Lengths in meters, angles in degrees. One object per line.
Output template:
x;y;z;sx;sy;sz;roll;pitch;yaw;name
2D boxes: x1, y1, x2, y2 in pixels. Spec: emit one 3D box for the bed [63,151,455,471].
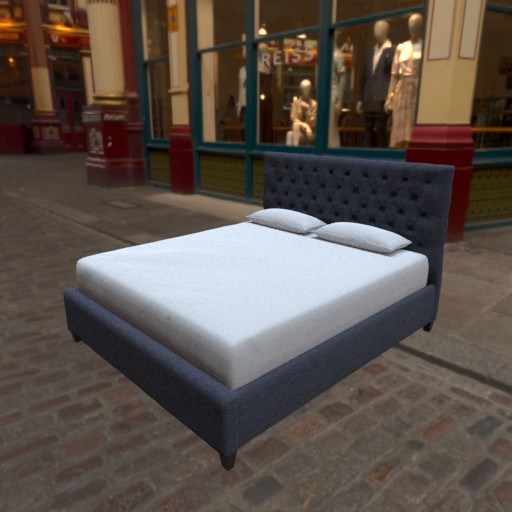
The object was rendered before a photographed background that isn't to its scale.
0.000;0.000;3.575;2.387;1.427;2.078;-16;24;-41;bed
